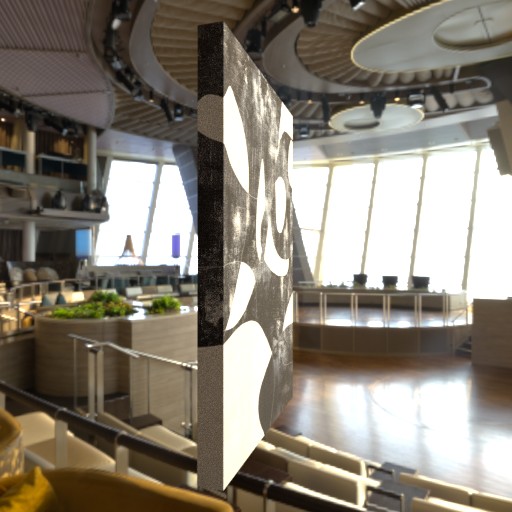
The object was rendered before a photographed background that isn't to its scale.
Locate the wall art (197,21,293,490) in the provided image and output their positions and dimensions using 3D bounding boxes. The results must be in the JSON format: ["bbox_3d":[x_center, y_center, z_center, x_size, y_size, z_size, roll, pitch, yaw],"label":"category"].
[{"bbox_3d":[0.000,0.000,0.774,0.039,0.610,0.407,0,0,17],"label":"wall art"}]
